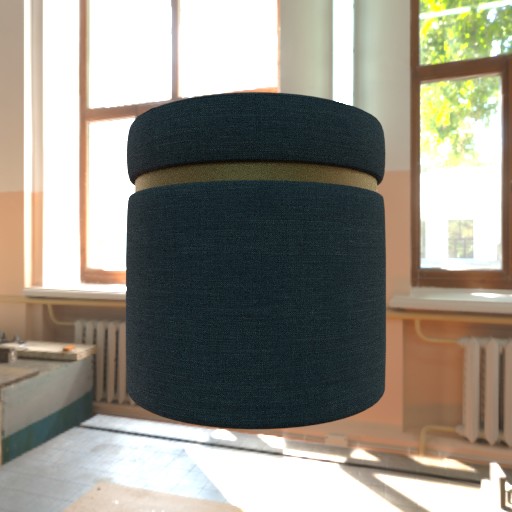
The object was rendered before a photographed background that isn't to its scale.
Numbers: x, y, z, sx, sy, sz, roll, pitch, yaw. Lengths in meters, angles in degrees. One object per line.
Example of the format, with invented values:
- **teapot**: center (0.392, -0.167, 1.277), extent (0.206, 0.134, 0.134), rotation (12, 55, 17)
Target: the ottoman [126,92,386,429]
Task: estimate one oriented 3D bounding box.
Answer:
- **ottoman**: center (0.000, 0.000, 0.706), extent (0.398, 0.406, 0.398), rotation (0, 0, 0)
